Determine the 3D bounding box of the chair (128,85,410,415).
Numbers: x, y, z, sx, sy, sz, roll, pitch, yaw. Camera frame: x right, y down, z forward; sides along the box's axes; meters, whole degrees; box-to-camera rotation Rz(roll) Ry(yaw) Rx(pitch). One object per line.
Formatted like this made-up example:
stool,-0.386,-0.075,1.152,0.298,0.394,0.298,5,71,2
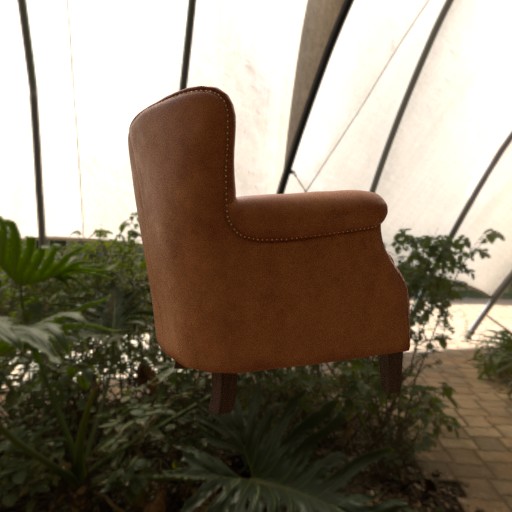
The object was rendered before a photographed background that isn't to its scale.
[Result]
chair,0.000,0.000,1.659,0.921,0.936,0.861,0,-1,-20
